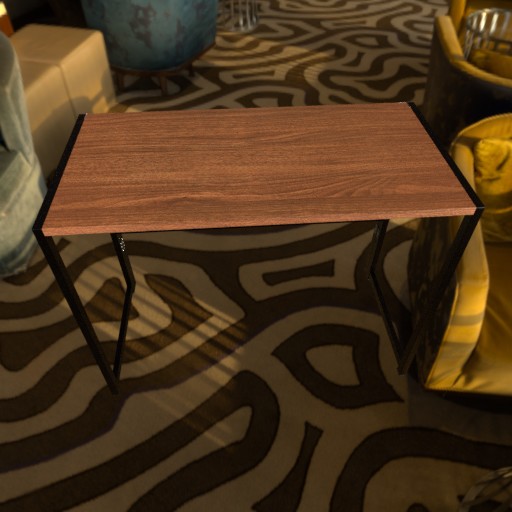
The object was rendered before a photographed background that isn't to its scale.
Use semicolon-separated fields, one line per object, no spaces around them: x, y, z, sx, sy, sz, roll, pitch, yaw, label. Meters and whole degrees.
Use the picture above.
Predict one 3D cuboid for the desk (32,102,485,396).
0.000;0.000;1.432;1.016;0.762;0.508;-3;46;-3;desk
